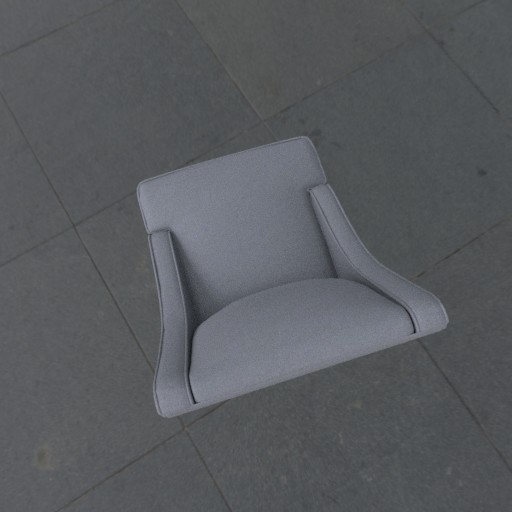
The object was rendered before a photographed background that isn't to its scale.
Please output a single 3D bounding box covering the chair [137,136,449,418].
[{"bbox_3d":[0.000,0.000,1.385,0.631,0.867,0.747,-17,76,-4],"label":"chair"}]
